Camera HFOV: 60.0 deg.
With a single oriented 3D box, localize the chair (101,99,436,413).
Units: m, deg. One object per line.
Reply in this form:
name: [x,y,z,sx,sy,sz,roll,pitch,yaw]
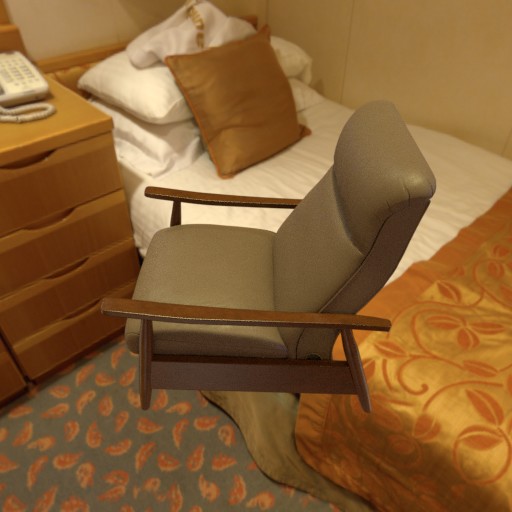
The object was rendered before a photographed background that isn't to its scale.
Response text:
chair: [0.000,0.000,1.779,1.014,1.082,0.762,0,41,1]
